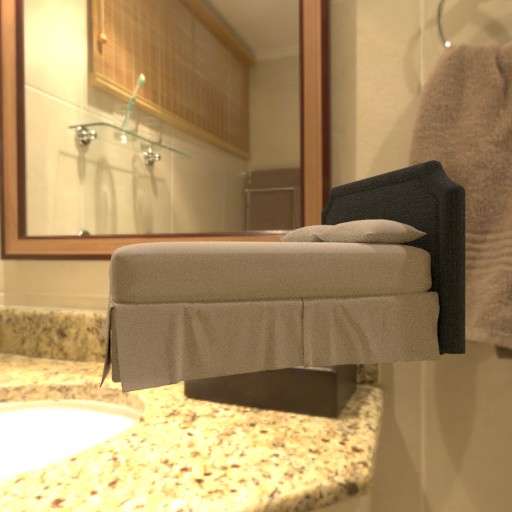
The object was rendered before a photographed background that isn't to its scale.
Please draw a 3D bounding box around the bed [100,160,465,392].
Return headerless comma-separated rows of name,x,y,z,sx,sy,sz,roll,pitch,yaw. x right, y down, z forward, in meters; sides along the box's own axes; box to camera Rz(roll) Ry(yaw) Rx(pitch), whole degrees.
bed,0.000,0.000,3.299,2.208,1.297,1.828,0,1,-18
